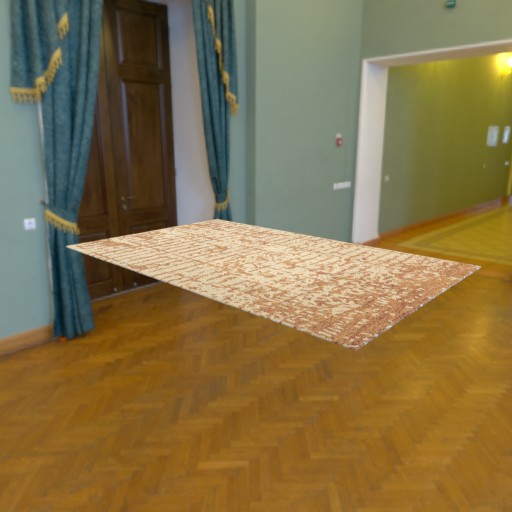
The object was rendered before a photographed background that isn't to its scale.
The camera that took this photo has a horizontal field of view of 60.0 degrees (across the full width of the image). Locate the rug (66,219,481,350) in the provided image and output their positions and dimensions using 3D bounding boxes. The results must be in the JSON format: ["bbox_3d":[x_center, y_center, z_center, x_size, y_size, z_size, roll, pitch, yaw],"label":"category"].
[{"bbox_3d":[0.000,0.000,3.029,2.435,0.011,1.517,13,20,41],"label":"rug"}]
